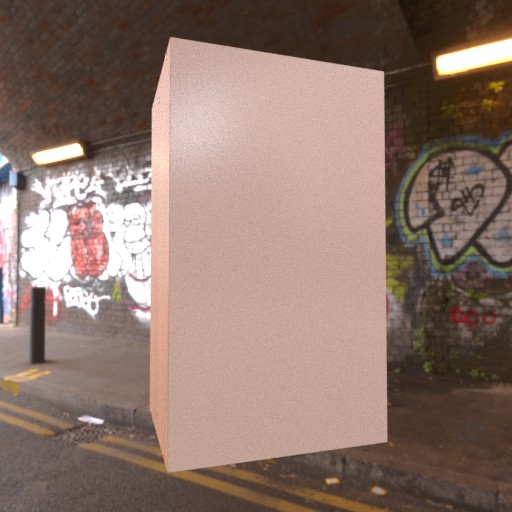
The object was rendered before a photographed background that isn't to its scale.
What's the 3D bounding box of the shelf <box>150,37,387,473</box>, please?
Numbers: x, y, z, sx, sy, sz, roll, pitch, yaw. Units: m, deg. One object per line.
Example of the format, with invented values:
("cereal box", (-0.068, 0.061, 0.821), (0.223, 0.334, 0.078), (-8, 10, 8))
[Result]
("shelf", (0.000, 0.000, 0.801), (0.350, 0.600, 0.290), (1, -2, -18))
